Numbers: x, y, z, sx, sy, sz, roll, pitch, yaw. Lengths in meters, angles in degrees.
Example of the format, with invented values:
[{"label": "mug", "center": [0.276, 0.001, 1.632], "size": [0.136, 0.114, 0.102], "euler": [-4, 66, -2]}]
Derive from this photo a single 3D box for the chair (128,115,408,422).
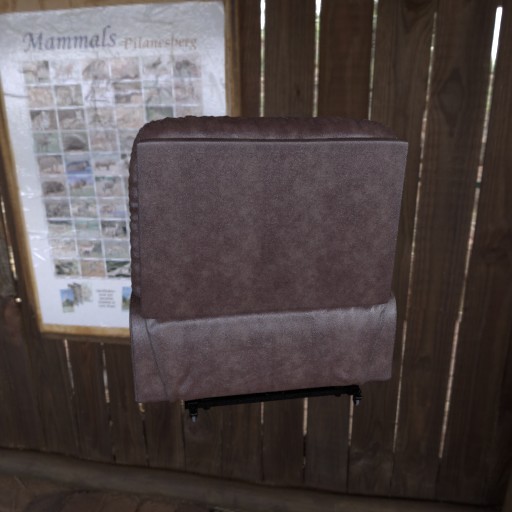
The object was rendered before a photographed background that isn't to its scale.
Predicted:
[{"label": "chair", "center": [0.000, 0.000, 1.766], "size": [0.940, 1.041, 0.879], "euler": [-3, 15, -9]}]
